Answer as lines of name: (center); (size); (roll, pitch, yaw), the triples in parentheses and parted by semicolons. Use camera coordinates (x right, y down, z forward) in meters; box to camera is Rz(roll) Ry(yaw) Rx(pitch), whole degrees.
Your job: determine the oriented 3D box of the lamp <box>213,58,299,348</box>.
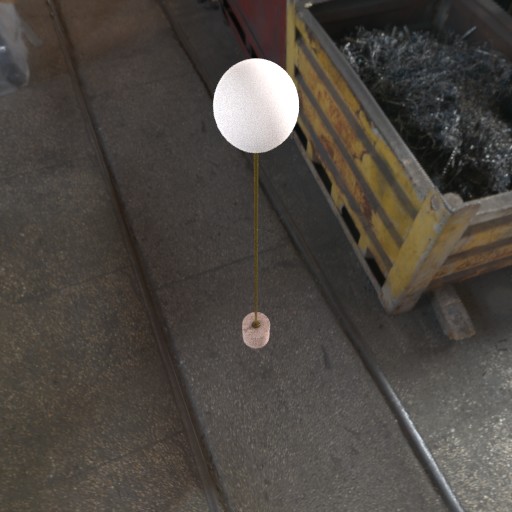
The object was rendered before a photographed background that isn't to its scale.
lamp: (0.000, 0.000, 1.828); (0.229, 1.748, 0.229); (30, 62, 17)
